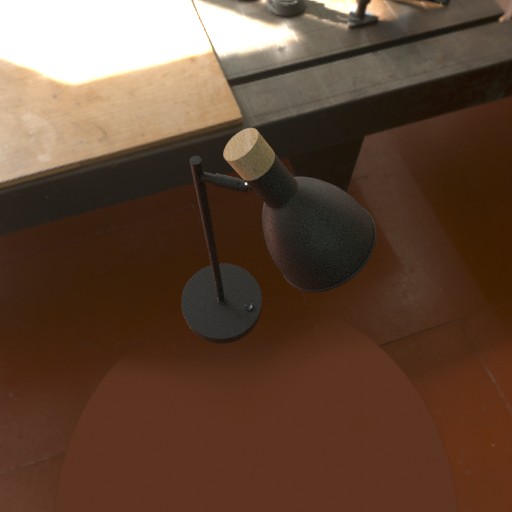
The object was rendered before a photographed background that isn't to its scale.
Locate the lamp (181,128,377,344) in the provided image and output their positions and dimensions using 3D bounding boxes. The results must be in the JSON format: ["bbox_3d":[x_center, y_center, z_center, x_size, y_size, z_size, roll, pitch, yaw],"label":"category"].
[{"bbox_3d":[0.000,0.000,0.628,0.287,0.483,0.152,14,64,7],"label":"lamp"}]
